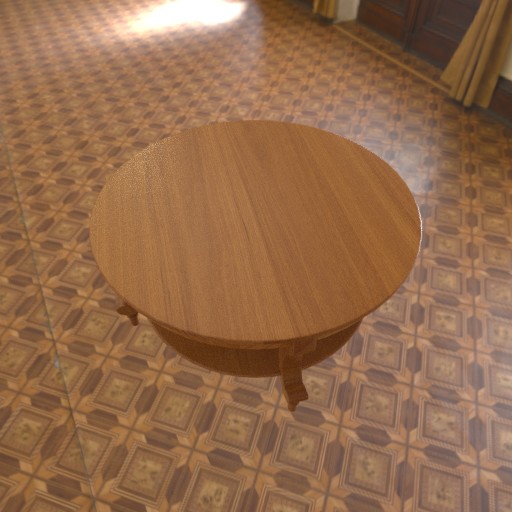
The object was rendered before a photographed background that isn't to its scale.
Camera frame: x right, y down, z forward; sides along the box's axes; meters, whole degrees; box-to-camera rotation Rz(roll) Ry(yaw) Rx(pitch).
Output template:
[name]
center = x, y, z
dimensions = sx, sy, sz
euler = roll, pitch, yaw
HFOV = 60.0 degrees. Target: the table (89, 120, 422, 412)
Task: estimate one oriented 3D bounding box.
[table]
center = 0.000, 0.000, 1.583
dimensions = 1.029, 0.490, 1.029
euler = 0, 47, 0
